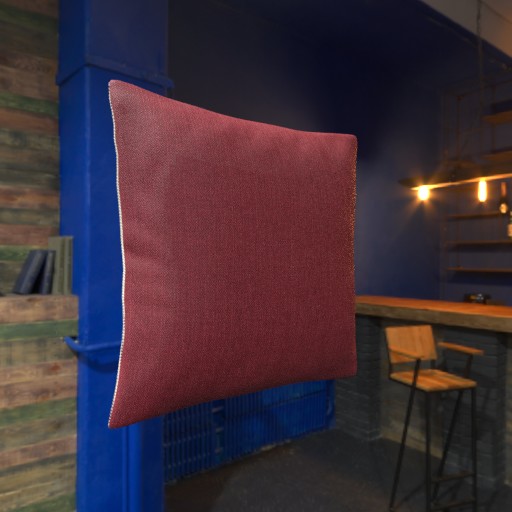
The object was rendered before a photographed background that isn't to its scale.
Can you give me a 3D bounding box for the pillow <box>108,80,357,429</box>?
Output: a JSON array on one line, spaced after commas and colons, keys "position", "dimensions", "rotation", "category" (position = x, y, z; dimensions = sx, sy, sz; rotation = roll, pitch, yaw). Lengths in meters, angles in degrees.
[{"position": [0.000, 0.000, 0.775], "dimensions": [0.513, 0.497, 0.166], "rotation": [0, -1, -35], "category": "pillow"}]
